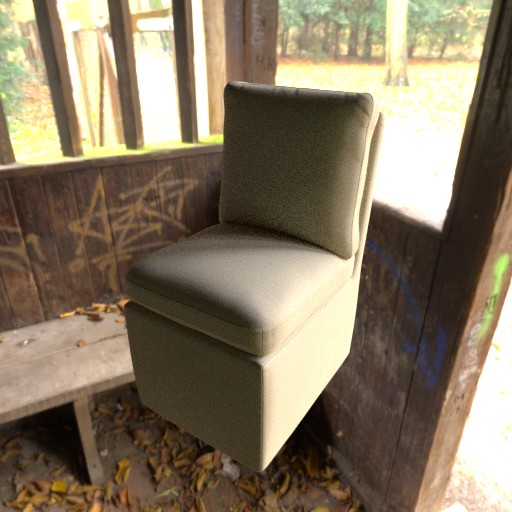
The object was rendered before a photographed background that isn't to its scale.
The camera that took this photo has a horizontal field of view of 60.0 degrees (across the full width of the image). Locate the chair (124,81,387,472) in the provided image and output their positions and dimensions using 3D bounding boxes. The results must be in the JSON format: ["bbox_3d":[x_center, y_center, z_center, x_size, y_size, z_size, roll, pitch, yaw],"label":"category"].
[{"bbox_3d":[0.000,0.000,1.343,0.503,0.927,0.698,17,32,29],"label":"chair"}]
